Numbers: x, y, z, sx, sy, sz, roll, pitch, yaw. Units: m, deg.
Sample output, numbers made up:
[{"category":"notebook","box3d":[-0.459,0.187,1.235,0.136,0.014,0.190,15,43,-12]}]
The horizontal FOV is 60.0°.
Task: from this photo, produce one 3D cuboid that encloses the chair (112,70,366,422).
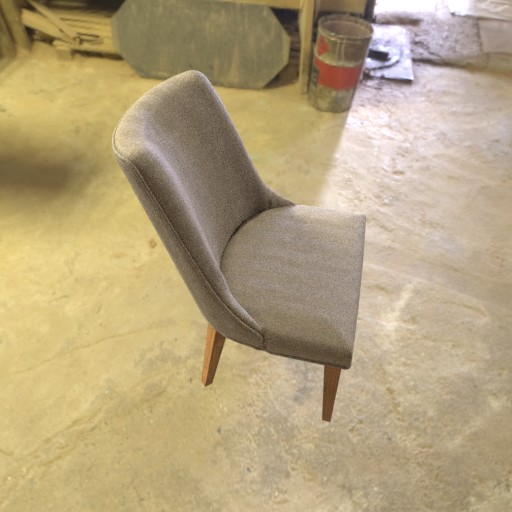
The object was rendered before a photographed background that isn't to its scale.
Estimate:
[{"category":"chair","box3d":[0.000,0.000,1.329,0.636,0.916,0.548,10,48,9]}]
